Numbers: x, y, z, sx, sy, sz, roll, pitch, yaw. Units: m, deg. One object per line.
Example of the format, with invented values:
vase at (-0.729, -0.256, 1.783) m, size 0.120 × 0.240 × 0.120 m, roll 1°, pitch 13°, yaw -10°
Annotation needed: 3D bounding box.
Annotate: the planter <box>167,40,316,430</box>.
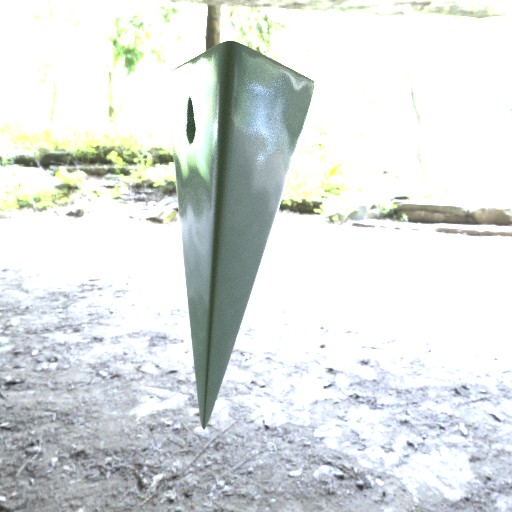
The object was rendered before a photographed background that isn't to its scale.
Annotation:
planter at (0.000, 0.000, 0.222) m, size 0.064 × 0.178 × 0.080 m, roll -7°, pitch 15°, yaw -25°
